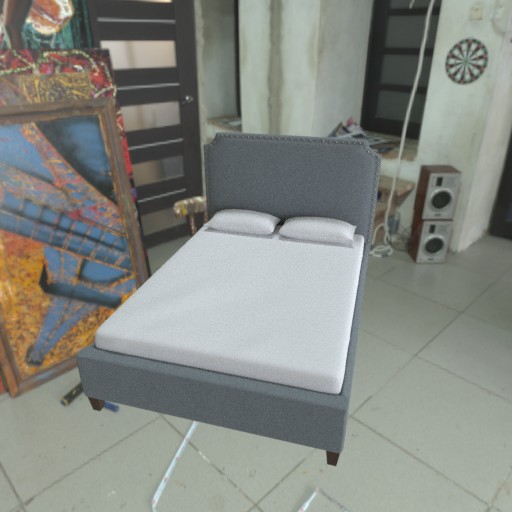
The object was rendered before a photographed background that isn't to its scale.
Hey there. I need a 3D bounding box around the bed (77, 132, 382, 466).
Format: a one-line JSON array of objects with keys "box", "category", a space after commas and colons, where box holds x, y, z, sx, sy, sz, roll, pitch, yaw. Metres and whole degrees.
[{"box": [0.000, 0.000, 3.465, 1.712, 1.443, 2.372, 7, 27, 14], "category": "bed"}]
